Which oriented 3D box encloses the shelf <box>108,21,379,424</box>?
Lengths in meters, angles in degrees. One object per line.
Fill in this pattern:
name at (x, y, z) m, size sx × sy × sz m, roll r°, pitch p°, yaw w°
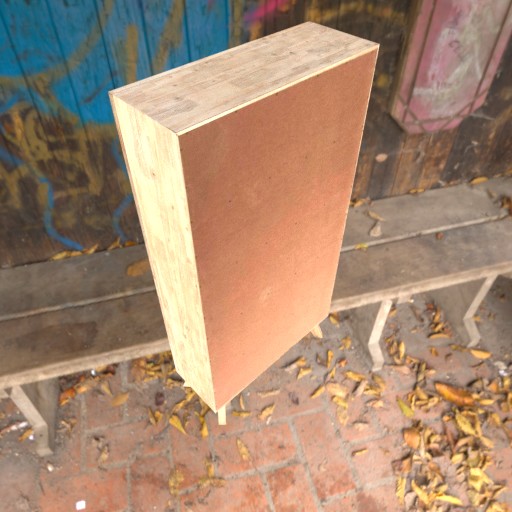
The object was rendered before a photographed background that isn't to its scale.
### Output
shelf at (0.000, 0.000, 1.727) m, size 0.748 × 1.471 × 0.308 m, roll -34°, pitch 54°, yaw -29°
